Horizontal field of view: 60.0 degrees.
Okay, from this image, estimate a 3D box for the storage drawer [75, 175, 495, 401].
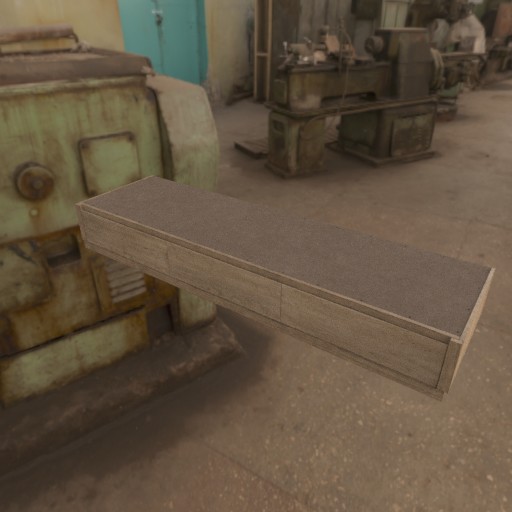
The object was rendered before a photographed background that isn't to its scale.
[{"bbox_3d":[0.000,0.000,2.257,2.072,0.274,0.591,19,35,30],"label":"storage drawer"}]
